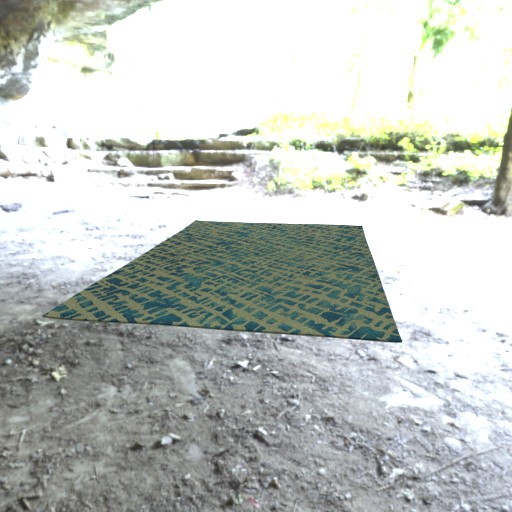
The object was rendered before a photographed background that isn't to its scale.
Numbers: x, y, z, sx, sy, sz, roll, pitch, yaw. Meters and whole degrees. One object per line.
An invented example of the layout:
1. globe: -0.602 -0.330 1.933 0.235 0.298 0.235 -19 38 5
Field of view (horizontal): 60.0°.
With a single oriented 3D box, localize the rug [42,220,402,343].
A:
1. rug: 0.000 0.000 2.319 1.209 0.011 1.830 2 16 9
